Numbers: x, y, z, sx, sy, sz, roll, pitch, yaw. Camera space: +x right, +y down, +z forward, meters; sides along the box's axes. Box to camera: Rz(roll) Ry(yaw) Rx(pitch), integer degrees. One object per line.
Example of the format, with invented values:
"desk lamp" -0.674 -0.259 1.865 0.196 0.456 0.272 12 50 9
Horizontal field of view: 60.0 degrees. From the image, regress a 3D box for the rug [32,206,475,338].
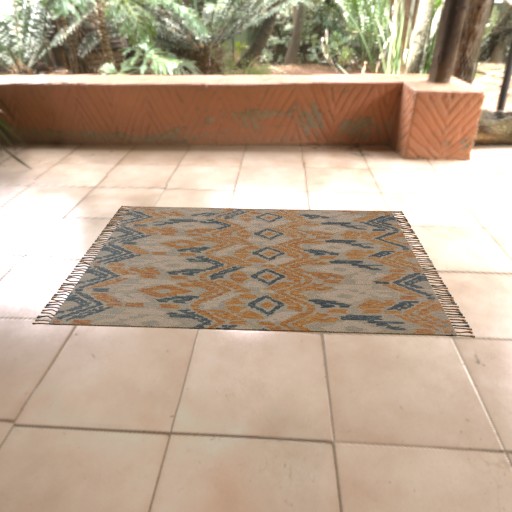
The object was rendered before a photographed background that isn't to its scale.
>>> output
"rug" 0.000 0.000 2.344 1.827 0.008 1.230 1 30 2
